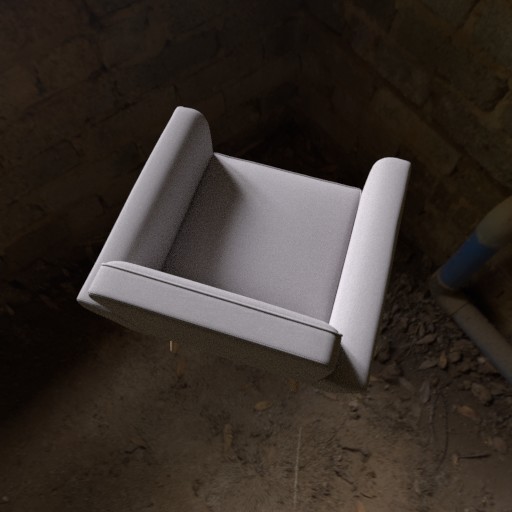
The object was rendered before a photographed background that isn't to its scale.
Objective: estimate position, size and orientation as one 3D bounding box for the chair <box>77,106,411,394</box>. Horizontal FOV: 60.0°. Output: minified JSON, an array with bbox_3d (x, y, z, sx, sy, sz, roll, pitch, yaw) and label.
[{"bbox_3d":[0.000,0.000,1.417,0.780,0.780,0.750,16,65,8],"label":"chair"}]
